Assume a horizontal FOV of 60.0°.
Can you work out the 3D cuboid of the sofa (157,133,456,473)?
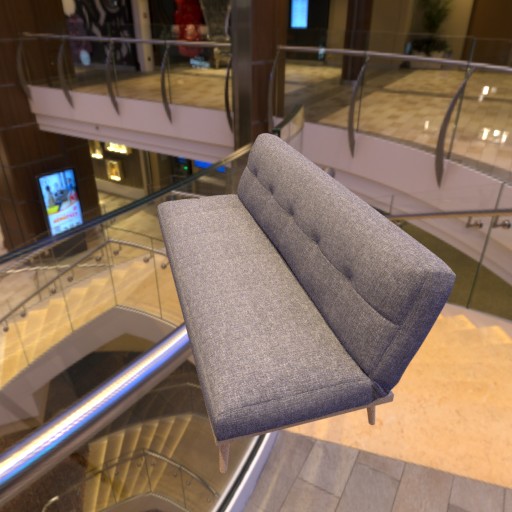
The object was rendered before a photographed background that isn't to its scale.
[{"bbox_3d":[0.000,0.000,2.216,0.820,0.770,1.820,-8,31,-14],"label":"sofa"}]
